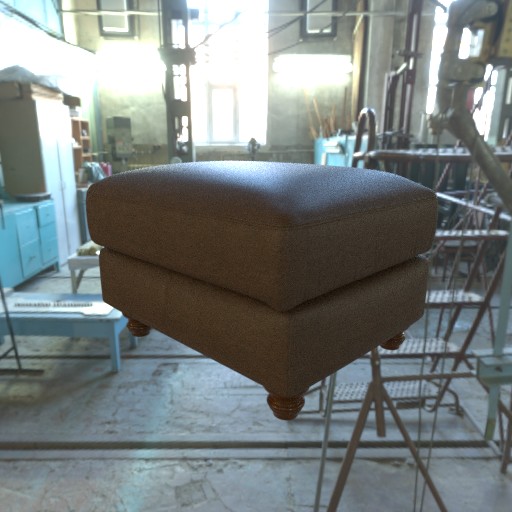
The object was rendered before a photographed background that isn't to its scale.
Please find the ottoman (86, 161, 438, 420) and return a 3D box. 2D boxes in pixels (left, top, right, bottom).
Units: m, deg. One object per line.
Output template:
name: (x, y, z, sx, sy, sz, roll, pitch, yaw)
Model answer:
ottoman: (0.000, 0.000, 1.230, 0.787, 0.508, 0.635, 14, 20, 43)
